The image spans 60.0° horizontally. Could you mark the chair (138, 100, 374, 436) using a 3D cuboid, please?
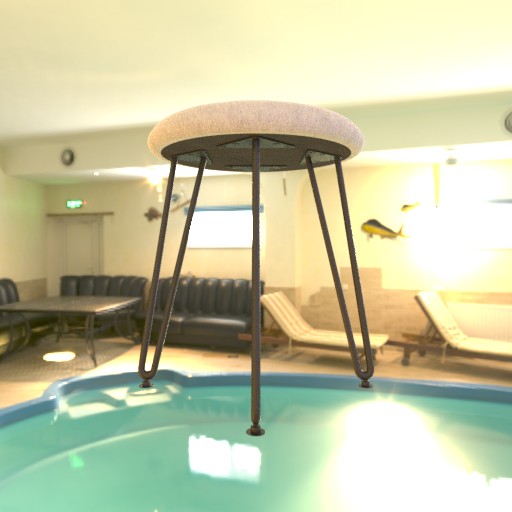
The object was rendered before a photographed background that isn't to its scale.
[{"bbox_3d":[0.000,0.000,0.653,0.350,0.386,0.350,0,1,0],"label":"chair"}]
